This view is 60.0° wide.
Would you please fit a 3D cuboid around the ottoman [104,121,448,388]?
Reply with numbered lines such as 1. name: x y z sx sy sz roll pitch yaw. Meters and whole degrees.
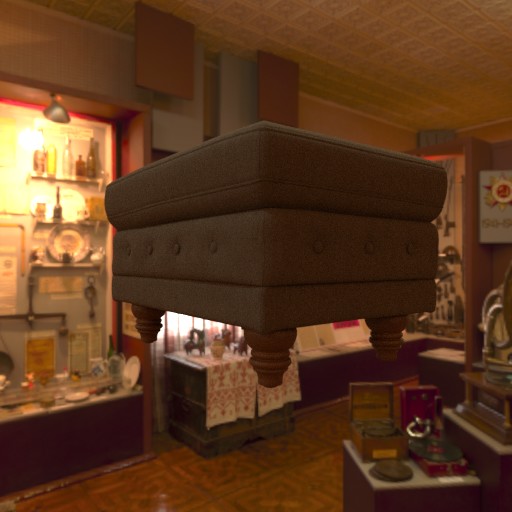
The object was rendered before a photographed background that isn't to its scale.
1. ottoman: 0.000 0.000 1.173 0.569 0.500 0.771 0 -1 -37
